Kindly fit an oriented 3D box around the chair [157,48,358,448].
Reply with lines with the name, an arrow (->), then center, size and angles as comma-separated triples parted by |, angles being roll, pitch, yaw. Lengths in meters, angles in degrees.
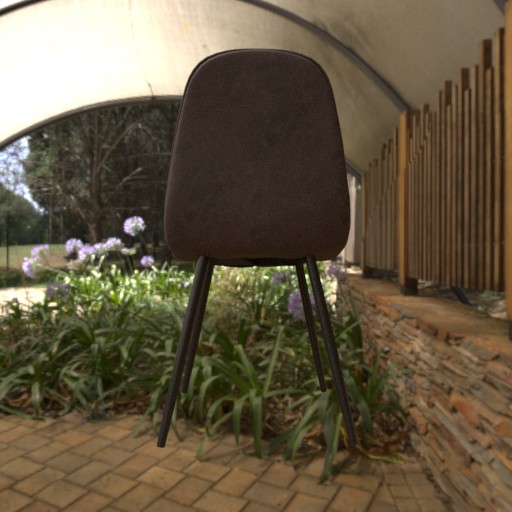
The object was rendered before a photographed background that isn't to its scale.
chair -> 0.000, 0.000, 1.219 | 0.472, 0.889, 0.561 | 0, 1, -1
